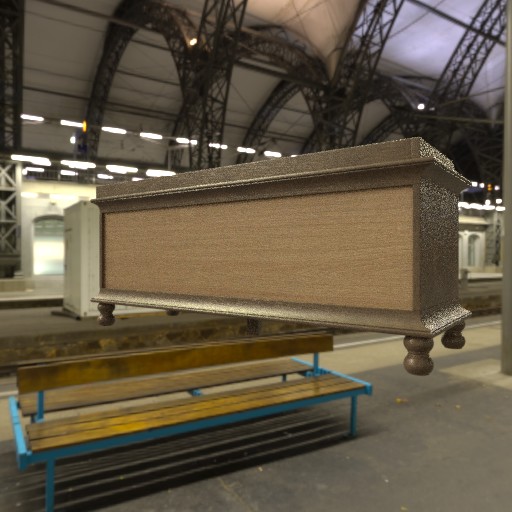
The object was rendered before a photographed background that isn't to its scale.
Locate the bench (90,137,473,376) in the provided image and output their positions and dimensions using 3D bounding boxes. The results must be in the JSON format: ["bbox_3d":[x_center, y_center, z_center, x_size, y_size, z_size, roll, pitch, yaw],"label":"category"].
[{"bbox_3d":[0.000,0.000,1.409,1.185,0.501,0.402,0,0,36],"label":"bench"}]
